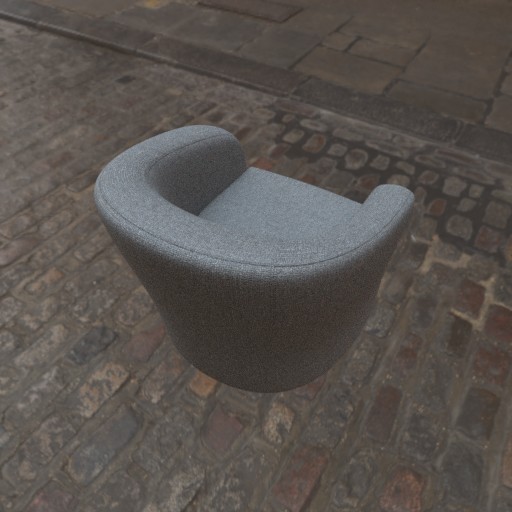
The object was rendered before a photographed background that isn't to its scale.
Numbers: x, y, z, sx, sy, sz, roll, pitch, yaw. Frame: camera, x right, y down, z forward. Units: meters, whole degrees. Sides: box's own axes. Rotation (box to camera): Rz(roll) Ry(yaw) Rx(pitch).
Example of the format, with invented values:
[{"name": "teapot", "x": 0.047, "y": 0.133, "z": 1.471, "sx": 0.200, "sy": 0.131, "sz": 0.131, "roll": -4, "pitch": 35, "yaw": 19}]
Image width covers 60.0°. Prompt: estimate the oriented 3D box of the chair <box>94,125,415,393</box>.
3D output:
[{"name": "chair", "x": 0.000, "y": 0.000, "z": 1.424, "sx": 0.791, "sy": 0.771, "sz": 0.815, "roll": 24, "pitch": 50, "yaw": 22}]
